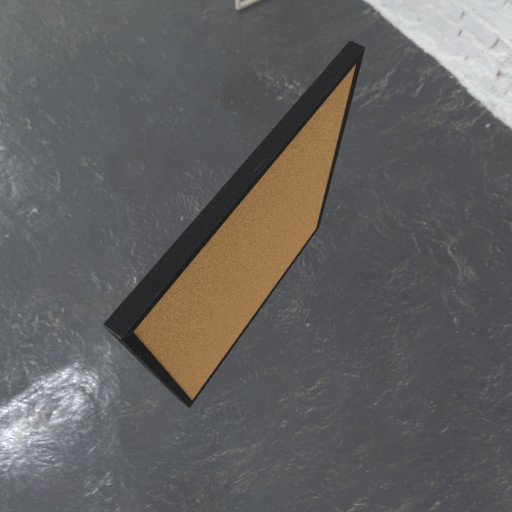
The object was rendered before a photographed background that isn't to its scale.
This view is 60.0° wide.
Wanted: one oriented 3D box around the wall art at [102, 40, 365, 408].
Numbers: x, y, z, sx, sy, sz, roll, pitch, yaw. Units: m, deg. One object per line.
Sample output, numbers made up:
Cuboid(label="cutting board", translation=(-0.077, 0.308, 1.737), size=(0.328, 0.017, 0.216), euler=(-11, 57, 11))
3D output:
Cuboid(label="wall art", translation=(0.000, 0.000, 1.139), size=(0.037, 0.761, 0.761), euler=(32, 68, 14))
